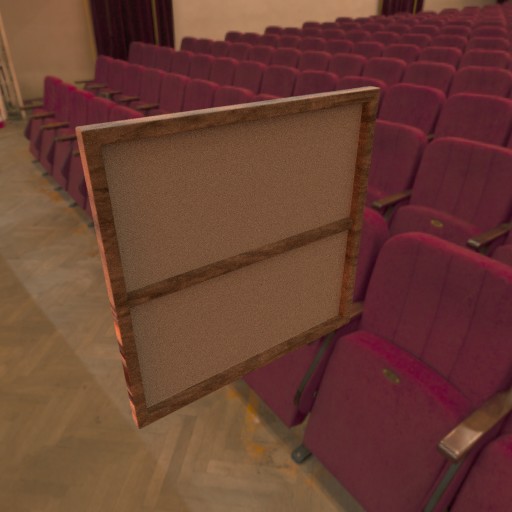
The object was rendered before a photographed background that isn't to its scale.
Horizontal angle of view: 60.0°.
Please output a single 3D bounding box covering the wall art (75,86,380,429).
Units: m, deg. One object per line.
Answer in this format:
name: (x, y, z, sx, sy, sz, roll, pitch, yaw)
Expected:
wall art: (0.000, 0.000, 1.128, 0.747, 0.747, 0.035, -19, 35, -30)
